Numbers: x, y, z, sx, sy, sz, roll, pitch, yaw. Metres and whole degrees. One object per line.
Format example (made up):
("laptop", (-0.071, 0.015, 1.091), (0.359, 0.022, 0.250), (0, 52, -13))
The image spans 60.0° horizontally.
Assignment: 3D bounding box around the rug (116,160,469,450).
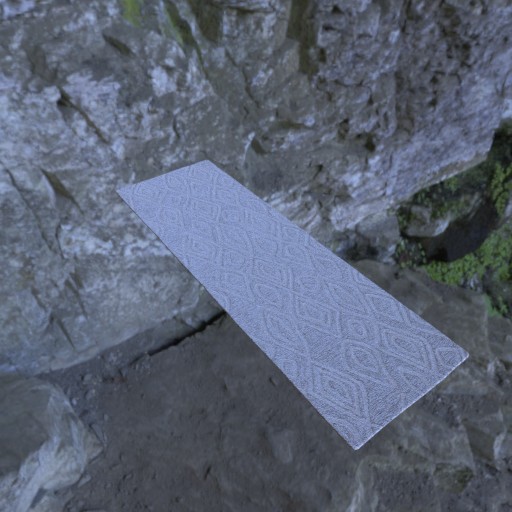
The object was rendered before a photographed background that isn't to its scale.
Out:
("rug", (0.000, 0.000, 2.711), (0.807, 0.013, 2.436), (-26, 47, -27))
